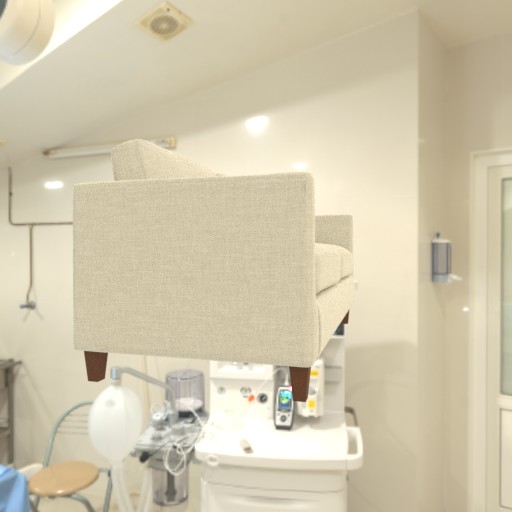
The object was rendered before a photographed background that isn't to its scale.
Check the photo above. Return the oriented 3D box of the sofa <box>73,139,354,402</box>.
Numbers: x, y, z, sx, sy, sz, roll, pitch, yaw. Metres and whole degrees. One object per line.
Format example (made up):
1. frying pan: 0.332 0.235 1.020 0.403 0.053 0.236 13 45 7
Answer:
1. sofa: 0.000 0.000 2.422 0.950 0.963 1.838 0 1 16
